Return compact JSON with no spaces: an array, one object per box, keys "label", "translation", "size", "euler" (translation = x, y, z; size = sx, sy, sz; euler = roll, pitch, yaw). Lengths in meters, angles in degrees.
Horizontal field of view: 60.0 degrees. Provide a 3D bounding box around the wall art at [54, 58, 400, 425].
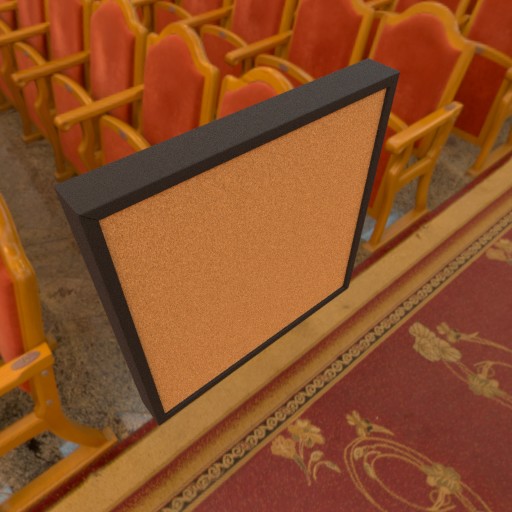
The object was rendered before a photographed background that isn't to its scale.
[{"label":"wall art","translation":[0.000,0.000,0.449],"size":[0.305,0.305,0.037],"euler":[-31,54,-26]}]
